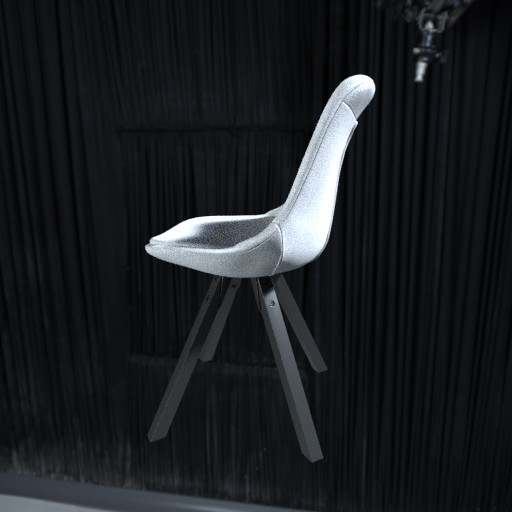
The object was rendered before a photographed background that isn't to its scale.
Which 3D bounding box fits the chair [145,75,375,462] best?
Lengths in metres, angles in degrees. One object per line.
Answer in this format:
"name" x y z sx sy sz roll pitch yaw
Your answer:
"chair" 0.000 0.000 1.168 0.550 0.850 0.485 2 15 9
